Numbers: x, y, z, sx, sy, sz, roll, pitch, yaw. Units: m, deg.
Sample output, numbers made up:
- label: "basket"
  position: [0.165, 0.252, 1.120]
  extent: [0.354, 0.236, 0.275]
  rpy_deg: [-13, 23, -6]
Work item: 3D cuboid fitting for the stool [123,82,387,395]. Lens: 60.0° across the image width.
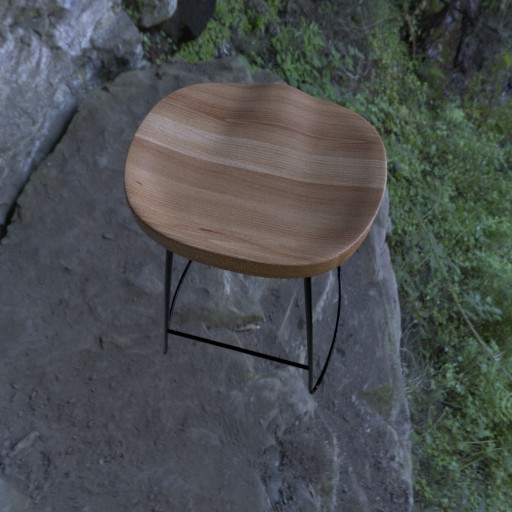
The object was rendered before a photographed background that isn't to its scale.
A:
- label: "stool"
  position: [0.000, 0.000, 0.969]
  extent: [0.480, 0.679, 0.401]
  rpy_deg: [13, 64, 7]
